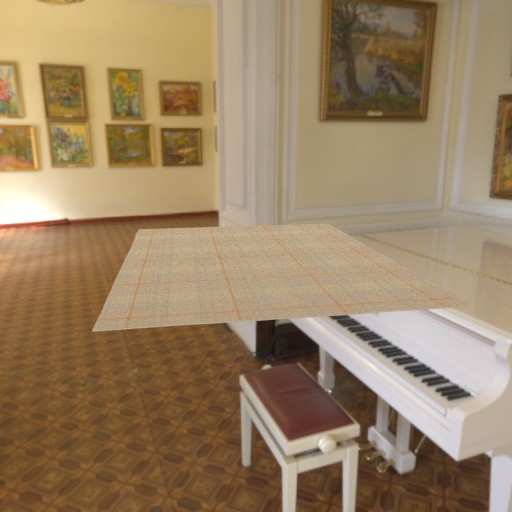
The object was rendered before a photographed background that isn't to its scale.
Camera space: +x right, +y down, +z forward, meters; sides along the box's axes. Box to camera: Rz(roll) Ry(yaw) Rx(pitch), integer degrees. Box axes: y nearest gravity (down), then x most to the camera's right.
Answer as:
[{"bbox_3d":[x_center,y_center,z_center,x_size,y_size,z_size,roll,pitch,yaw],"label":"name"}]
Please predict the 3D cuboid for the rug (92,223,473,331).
[{"bbox_3d":[0.000,0.000,4.218,2.448,0.021,3.051,-2,15,-9],"label":"rug"}]
